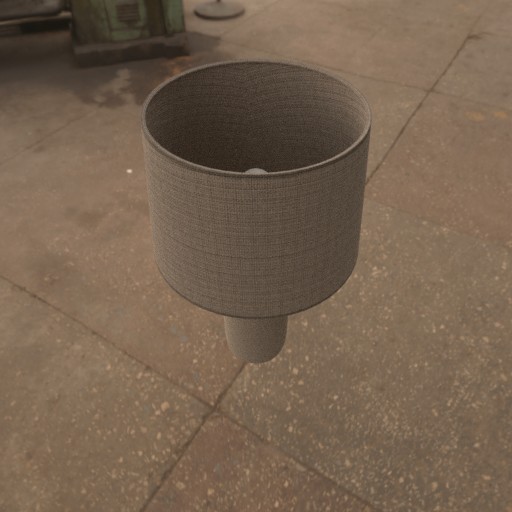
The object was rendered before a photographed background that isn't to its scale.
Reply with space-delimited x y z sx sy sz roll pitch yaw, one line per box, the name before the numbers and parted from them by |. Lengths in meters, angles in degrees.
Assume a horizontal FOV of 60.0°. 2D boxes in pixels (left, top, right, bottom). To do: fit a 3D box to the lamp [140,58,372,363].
lamp | 0.000 0.000 0.841 0.367 0.609 0.367 0 47 0
